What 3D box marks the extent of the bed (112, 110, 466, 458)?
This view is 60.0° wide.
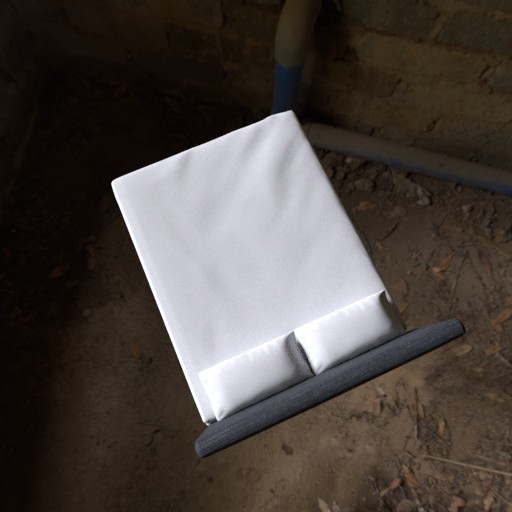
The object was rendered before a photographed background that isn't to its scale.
[{"bbox_3d":[0.000,0.000,3.284,1.723,1.330,2.142,-23,76,-6],"label":"bed"}]
